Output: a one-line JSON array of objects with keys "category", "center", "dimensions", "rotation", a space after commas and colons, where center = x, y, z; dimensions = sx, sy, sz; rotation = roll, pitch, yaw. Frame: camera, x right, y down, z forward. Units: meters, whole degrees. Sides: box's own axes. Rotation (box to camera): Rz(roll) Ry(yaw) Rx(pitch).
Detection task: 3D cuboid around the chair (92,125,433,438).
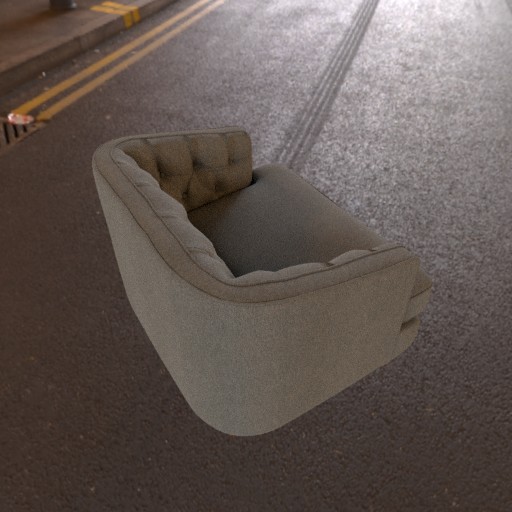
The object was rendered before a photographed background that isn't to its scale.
[{"category": "chair", "center": [0.000, 0.000, 1.763], "dimensions": [0.945, 0.852, 1.094], "rotation": [-24, 47, -24]}]
